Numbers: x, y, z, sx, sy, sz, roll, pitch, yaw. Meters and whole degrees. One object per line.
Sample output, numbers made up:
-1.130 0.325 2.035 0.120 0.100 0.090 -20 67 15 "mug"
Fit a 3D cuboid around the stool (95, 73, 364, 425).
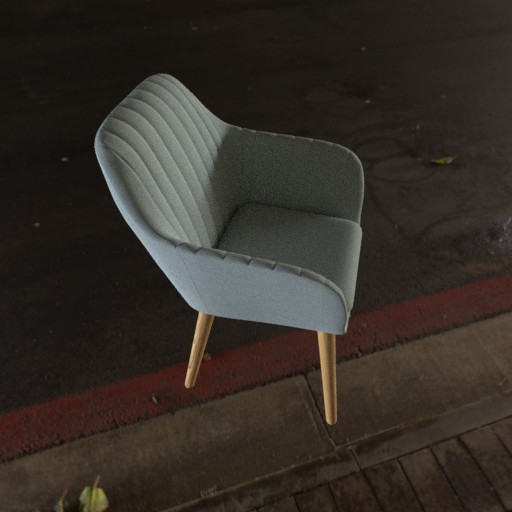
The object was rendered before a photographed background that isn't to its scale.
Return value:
0.000 0.000 1.196 0.590 0.830 0.503 10 46 10 "stool"
